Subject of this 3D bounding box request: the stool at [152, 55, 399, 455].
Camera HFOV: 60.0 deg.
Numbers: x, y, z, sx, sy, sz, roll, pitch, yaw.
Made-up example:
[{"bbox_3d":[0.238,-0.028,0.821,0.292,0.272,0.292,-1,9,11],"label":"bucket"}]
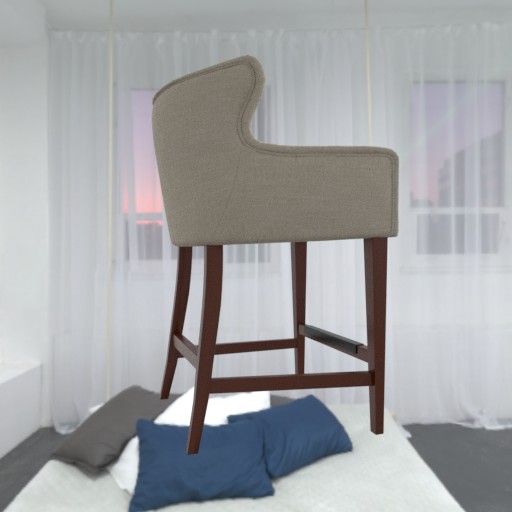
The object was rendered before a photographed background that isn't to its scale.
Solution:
[{"bbox_3d":[0.000,0.000,1.391,0.637,0.987,0.615,0,1,-19],"label":"stool"}]
